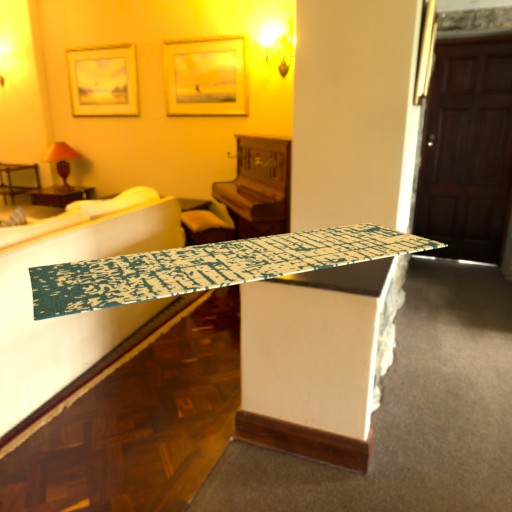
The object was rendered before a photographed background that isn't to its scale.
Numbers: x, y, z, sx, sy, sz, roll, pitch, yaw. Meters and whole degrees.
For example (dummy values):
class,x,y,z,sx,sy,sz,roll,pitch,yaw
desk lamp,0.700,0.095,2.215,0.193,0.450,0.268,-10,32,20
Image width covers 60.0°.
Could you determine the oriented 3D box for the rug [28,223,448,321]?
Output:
class,x,y,z,sx,sy,sz,roll,pitch,yaw
rug,0.000,0.000,2.661,2.435,0.011,0.750,-9,19,-26
